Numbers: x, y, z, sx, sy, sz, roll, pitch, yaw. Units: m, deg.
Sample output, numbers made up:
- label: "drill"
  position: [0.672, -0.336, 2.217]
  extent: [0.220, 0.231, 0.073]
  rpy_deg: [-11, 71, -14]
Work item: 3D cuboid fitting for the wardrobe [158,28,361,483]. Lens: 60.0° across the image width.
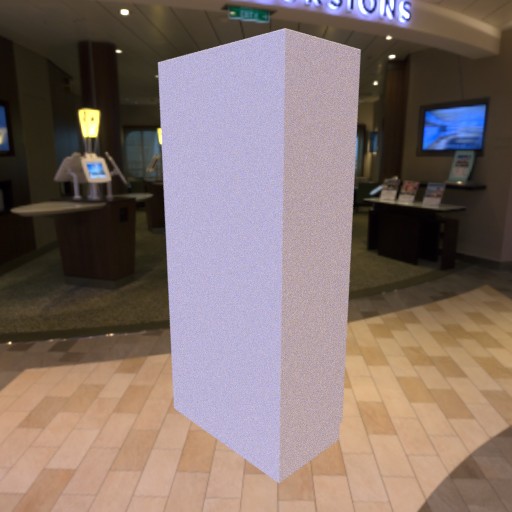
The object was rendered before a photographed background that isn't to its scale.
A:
- label: "wardrobe"
  position: [0.000, 0.000, 2.038]
  extent: [0.470, 1.700, 0.760]
  rpy_deg: [-12, 18, -43]
